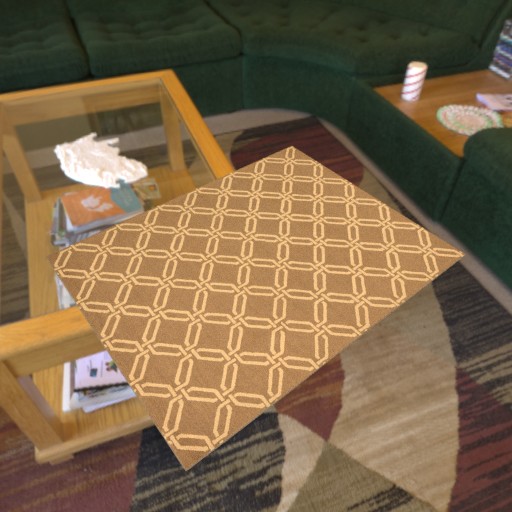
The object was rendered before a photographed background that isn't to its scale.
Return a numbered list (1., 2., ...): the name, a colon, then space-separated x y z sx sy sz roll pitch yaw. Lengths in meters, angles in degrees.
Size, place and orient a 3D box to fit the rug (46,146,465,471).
1. rug: 0.000 0.000 3.891 2.895 0.018 2.288 -30 52 -26
